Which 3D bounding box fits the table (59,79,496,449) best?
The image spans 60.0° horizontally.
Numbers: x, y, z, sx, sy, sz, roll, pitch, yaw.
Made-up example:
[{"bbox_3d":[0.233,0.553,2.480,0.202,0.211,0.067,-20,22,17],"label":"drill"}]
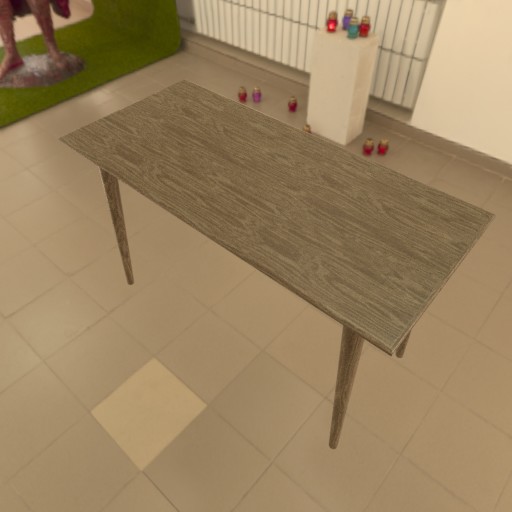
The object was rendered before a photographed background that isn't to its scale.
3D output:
[{"bbox_3d":[0.000,0.000,1.684,1.300,0.780,0.599,32,55,27],"label":"table"}]
